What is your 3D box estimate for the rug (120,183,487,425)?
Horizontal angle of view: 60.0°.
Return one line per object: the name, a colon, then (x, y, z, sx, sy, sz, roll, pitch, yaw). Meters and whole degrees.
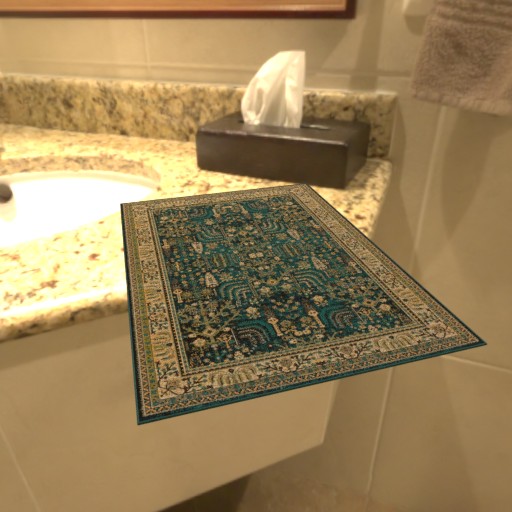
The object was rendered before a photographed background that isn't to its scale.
rug: (0.000, 0.000, 2.792, 1.594, 0.013, 2.213, -8, 31, -14)
